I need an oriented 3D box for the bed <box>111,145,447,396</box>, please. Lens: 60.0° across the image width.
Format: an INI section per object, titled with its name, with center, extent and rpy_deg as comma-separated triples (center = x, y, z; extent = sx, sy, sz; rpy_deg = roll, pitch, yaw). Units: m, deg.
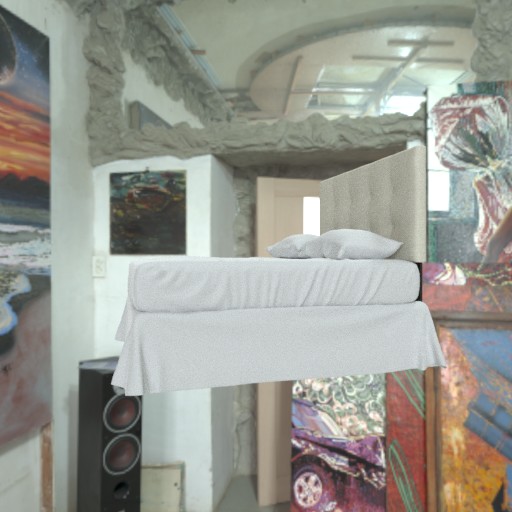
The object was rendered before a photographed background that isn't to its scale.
[bed]
center = 0.000, 0.000, 3.617
extent = 2.222, 1.577, 1.936
rpy_deg = 0, 0, -17
